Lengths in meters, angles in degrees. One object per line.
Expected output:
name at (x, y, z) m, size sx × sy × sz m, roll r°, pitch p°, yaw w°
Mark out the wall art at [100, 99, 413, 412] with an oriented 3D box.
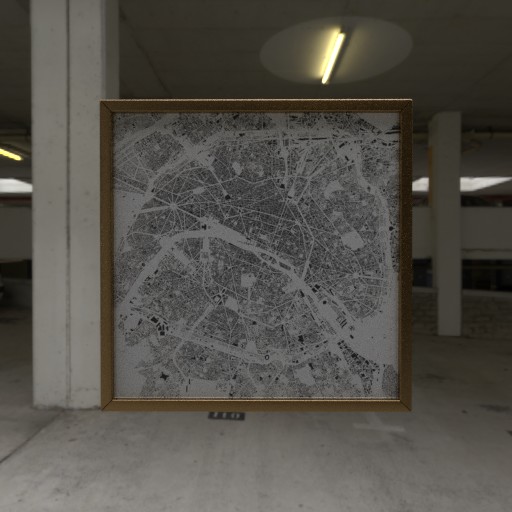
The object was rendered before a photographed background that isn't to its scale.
wall art at (0.000, 0.000, 0.450) m, size 0.305 × 0.305 × 0.037 m, roll 0°, pitch 1°, yaw 0°
